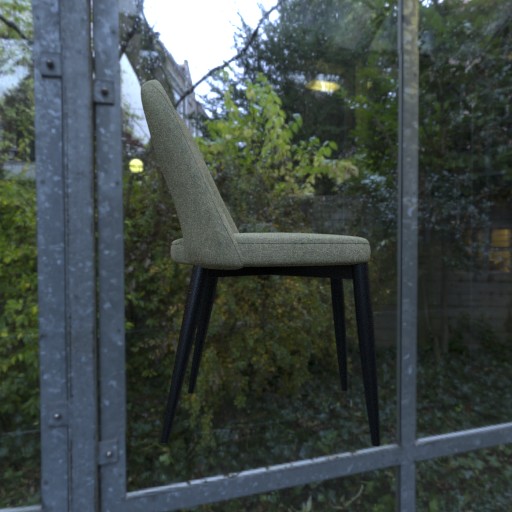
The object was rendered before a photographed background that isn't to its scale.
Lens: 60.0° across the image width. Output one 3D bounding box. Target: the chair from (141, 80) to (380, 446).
[{"bbox_3d":[0.000,0.000,1.283,0.612,0.931,0.470,0,1,1],"label":"chair"}]
